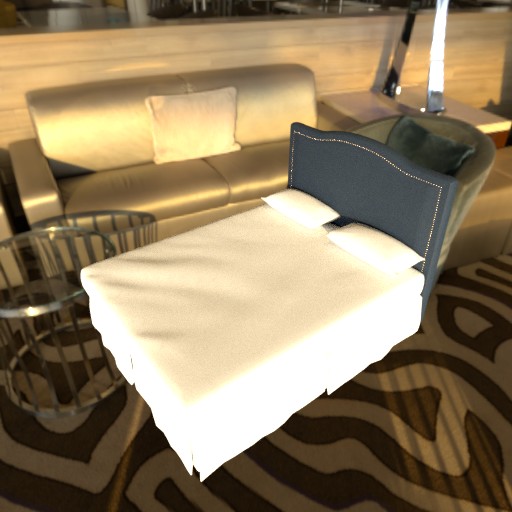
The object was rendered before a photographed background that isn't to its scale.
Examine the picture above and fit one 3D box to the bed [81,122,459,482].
[{"bbox_3d":[0.000,0.000,3.416,2.282,1.436,1.821,-22,39,-30],"label":"bed"}]
